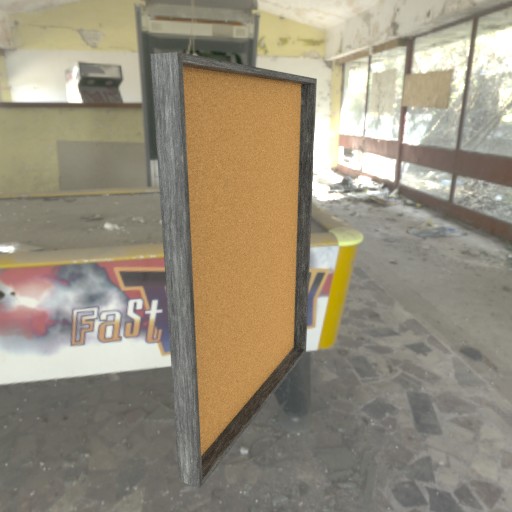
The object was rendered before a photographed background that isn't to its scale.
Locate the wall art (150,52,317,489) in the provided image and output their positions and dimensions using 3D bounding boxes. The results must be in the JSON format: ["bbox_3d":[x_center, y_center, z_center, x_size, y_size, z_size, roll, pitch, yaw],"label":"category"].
[{"bbox_3d":[0.000,0.000,1.306,0.063,1.016,0.762,9,20,25],"label":"wall art"}]
